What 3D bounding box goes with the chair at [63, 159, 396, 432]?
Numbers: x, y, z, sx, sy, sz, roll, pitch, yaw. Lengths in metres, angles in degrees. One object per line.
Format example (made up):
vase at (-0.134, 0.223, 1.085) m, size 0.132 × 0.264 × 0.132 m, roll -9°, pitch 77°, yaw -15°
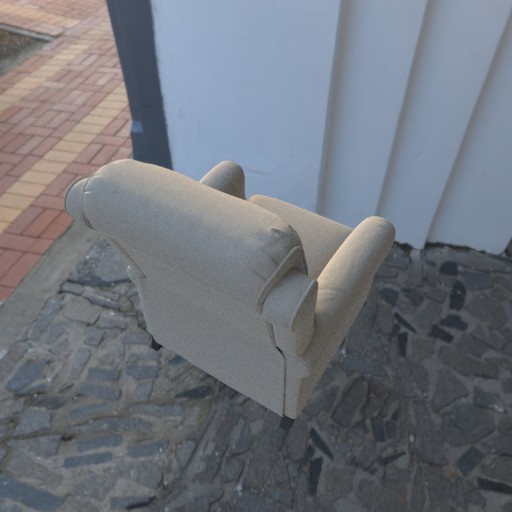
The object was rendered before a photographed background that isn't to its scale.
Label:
chair at (0.000, 0.000, 1.723) m, size 0.859 × 1.046 × 0.919 m, roll 25°, pitch 51°, yaw 22°
